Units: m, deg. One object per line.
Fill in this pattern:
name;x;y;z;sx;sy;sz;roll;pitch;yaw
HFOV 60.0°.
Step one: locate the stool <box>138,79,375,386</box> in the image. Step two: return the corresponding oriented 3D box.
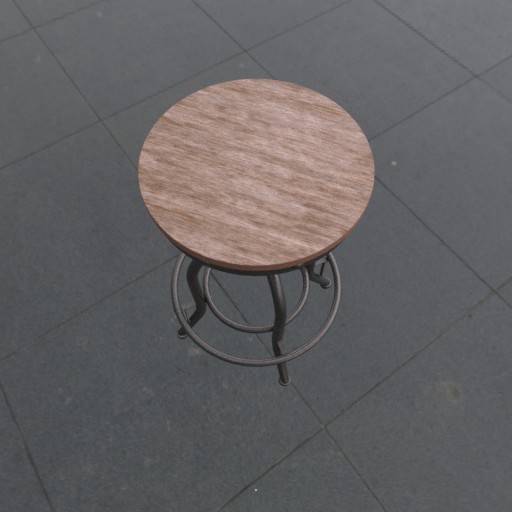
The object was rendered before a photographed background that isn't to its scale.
stool;0.000;0.000;0.927;0.439;0.609;0.439;-18;64;-9
